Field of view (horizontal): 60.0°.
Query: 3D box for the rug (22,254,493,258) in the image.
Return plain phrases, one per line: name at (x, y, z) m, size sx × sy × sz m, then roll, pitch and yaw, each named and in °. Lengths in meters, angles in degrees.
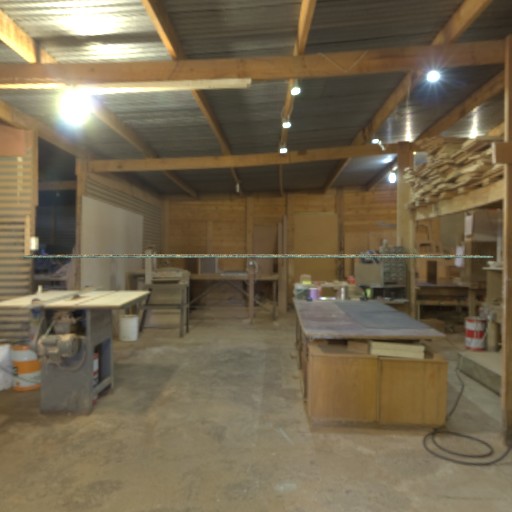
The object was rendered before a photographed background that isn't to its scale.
rug at (0.000, 0.000, 2.495) m, size 2.292 × 0.014 × 0.685 m, roll 0°, pitch 0°, yaw 2°
